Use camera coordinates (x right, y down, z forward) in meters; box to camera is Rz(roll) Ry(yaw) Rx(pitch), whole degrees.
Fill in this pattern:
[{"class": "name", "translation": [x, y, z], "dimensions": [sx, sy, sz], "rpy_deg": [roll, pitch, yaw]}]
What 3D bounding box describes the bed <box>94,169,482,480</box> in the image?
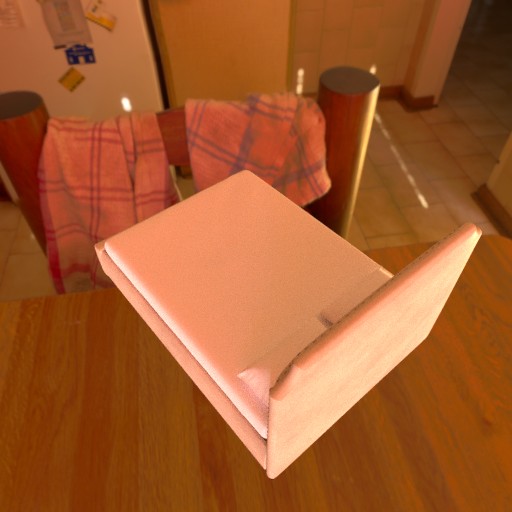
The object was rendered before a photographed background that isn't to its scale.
[{"class": "bed", "translation": [0.000, 0.000, 3.383], "dimensions": [1.712, 1.443, 2.372], "rpy_deg": [-32, 55, -26]}]
